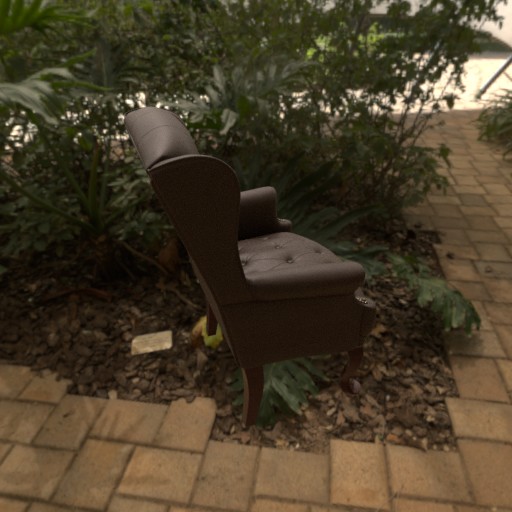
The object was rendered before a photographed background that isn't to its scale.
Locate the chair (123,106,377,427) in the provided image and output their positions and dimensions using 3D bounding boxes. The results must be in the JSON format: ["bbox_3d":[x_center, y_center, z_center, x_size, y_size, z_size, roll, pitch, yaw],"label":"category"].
[{"bbox_3d":[0.000,0.000,1.723,0.819,1.132,0.829,-10,31,-17],"label":"chair"}]
